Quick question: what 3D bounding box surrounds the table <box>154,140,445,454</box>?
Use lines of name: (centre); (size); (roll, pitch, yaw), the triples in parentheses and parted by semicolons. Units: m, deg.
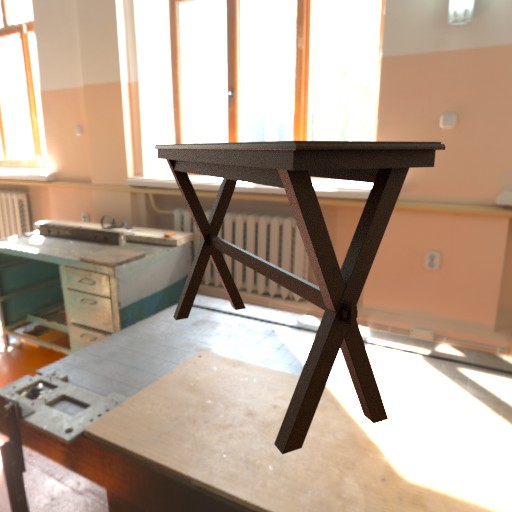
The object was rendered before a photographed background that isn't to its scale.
table: (0.000, 0.000, 1.553); (0.399, 0.763, 1.197); (-6, 15, -25)
